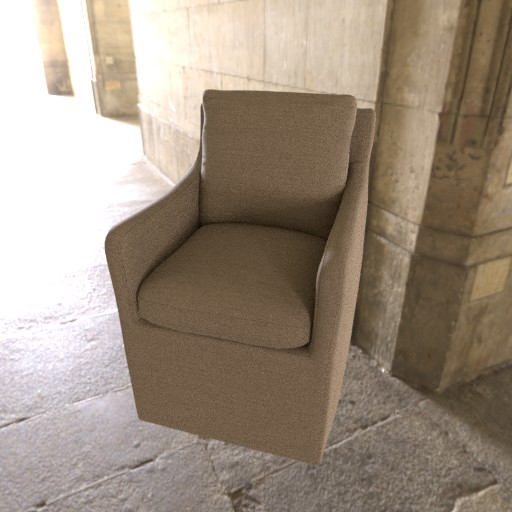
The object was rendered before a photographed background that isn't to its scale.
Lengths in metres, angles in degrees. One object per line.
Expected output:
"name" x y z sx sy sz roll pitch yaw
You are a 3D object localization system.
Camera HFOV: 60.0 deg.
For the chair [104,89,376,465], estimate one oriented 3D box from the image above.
"chair" 0.000 0.000 1.367 0.626 0.914 0.694 8 28 15
